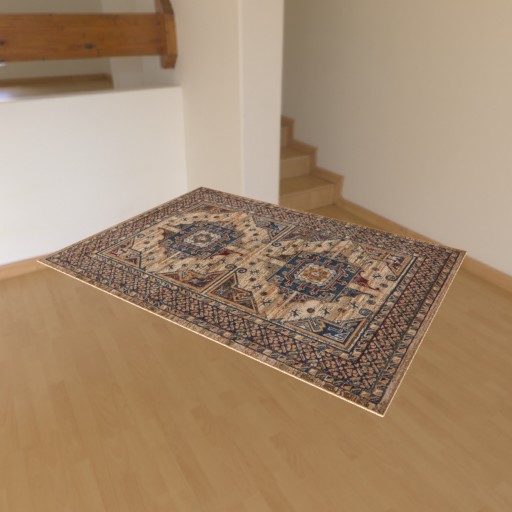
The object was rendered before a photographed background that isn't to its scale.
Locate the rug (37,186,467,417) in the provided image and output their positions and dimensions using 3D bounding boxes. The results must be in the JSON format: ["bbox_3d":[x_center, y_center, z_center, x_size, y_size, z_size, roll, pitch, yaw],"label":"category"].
[{"bbox_3d":[0.000,0.000,2.825,2.227,0.008,1.611,18,33,29],"label":"rug"}]
